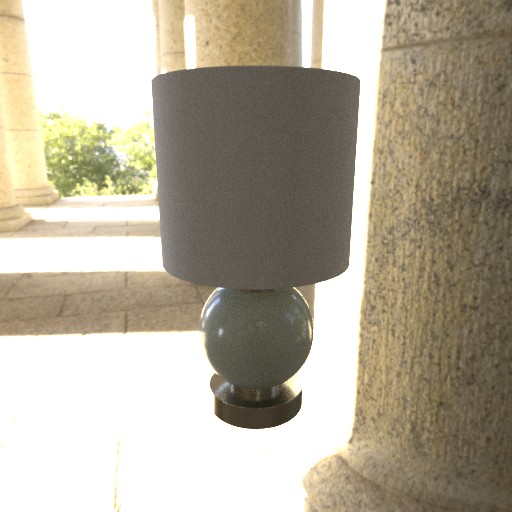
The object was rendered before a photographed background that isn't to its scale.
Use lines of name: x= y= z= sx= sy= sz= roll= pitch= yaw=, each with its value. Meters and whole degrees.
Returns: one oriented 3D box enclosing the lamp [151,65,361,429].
lamp: x=0.000 y=0.000 z=0.479 sx=0.201 sy=0.353 sz=0.201 roll=-14 pitch=20 yaw=-43
